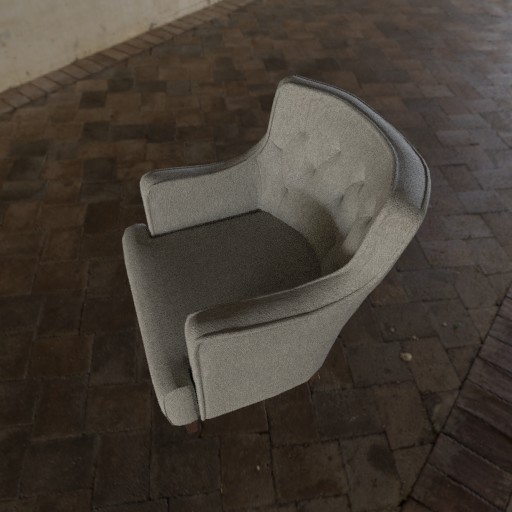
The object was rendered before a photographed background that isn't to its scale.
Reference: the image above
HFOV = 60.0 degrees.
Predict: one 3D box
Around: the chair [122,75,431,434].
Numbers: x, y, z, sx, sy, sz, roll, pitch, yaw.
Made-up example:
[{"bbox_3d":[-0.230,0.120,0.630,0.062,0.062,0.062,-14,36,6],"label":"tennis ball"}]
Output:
[{"bbox_3d":[0.000,0.000,1.566,0.910,0.920,0.820,-15,49,-14],"label":"chair"}]
